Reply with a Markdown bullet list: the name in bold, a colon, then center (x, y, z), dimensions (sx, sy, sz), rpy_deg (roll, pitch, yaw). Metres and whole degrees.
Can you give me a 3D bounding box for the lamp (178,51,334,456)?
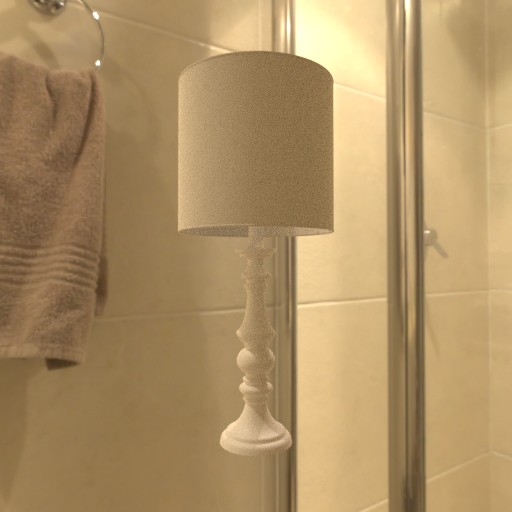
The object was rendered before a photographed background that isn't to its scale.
- **lamp**: center (0.000, 0.000, 0.720), dimensions (0.250, 0.597, 0.250), rpy_deg (0, -1, 18)
